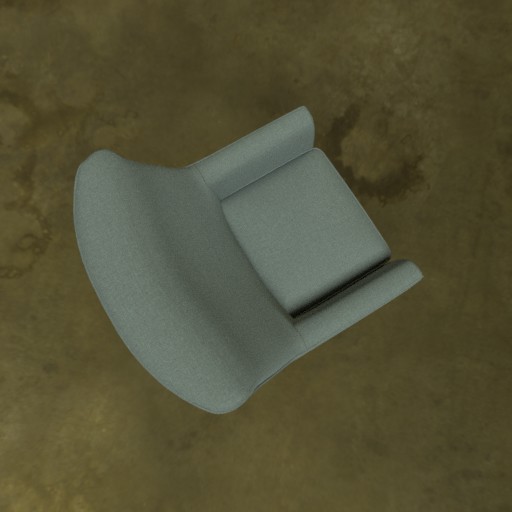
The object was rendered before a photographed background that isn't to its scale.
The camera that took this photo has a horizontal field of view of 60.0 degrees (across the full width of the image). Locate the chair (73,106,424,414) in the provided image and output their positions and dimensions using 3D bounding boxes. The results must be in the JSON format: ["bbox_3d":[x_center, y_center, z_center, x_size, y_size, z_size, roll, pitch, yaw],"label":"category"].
[{"bbox_3d":[0.000,0.000,1.561,0.879,0.916,0.756,-30,79,-7],"label":"chair"}]
